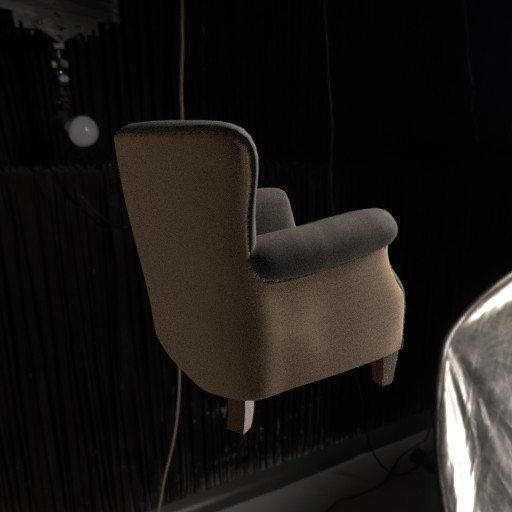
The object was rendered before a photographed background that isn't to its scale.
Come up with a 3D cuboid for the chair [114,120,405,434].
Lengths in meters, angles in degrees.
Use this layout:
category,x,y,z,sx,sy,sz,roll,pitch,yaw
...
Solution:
category,x,y,z,sx,sy,sz,roll,pitch,yaw
chair,0.000,0.000,1.638,0.921,0.936,0.861,-8,17,-26
